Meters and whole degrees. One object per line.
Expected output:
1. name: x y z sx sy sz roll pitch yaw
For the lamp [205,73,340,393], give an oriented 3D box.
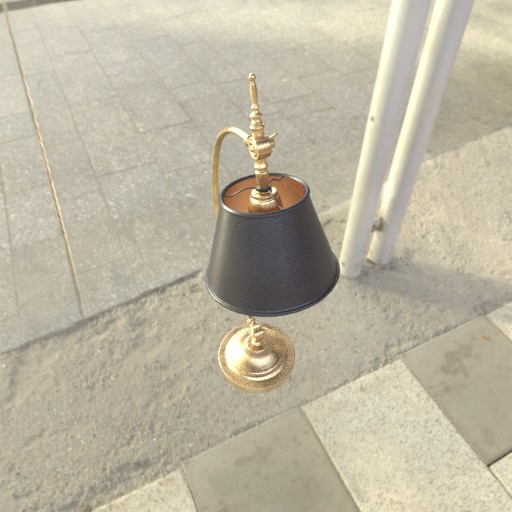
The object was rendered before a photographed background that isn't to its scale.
1. lamp: 0.000 0.000 0.820 0.235 0.675 0.344 -21 50 -19
